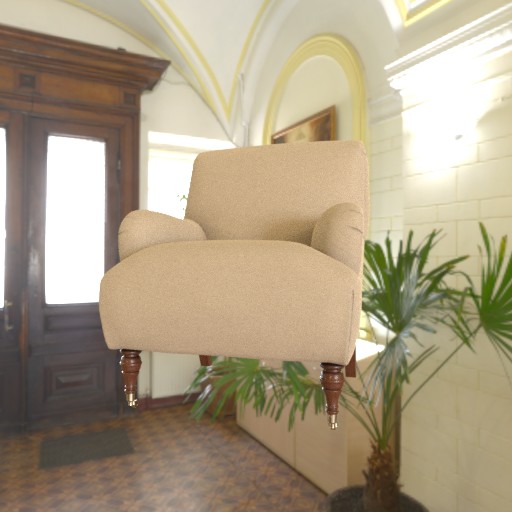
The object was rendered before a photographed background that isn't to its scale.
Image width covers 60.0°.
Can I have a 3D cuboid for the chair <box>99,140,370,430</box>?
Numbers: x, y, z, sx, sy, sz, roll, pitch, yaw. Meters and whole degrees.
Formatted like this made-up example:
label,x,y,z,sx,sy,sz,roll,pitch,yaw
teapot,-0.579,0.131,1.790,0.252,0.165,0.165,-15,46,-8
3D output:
label,x,y,z,sx,sy,sz,roll,pitch,yaw
chair,0.000,0.000,1.566,0.766,0.942,0.842,0,0,17
